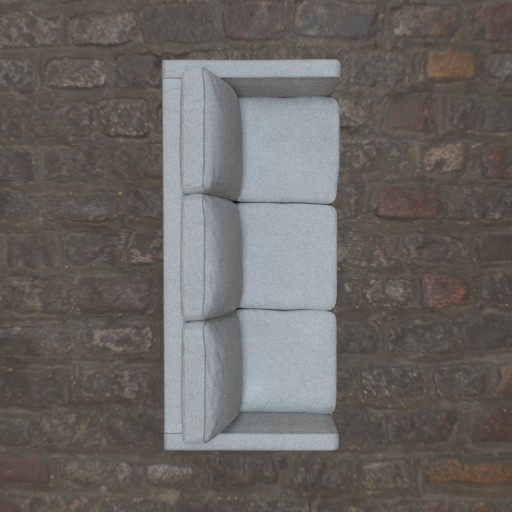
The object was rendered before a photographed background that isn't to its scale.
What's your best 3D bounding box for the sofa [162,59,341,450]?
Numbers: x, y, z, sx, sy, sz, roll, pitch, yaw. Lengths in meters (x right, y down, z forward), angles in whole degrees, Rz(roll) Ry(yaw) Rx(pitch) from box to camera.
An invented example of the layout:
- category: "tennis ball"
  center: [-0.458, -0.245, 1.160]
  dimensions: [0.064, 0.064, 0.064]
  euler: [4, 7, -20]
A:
- category: "sofa"
  center: [0.000, 0.000, 2.490]
  dimensions: [0.944, 0.918, 1.983]
  euler: [0, 92, 1]
